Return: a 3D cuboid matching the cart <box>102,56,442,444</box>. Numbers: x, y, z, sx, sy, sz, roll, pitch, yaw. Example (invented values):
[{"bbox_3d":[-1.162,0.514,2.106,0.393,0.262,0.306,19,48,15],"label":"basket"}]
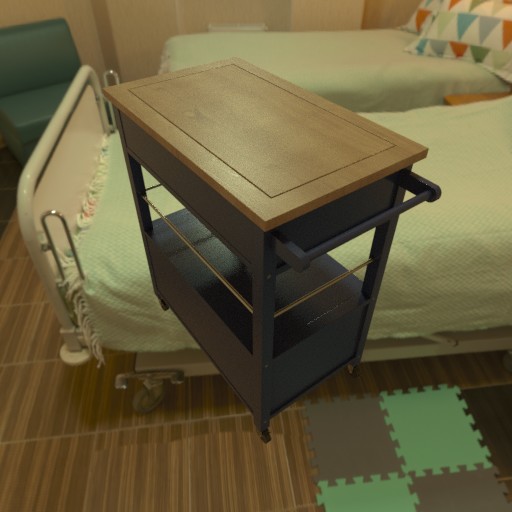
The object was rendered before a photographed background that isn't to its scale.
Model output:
[{"bbox_3d":[0.000,0.000,1.394,0.459,0.901,0.840,-26,48,-26],"label":"cart"}]
